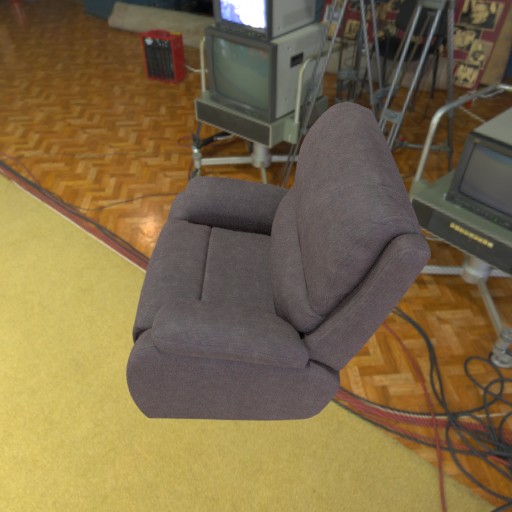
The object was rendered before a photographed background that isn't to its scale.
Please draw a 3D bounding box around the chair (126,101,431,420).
[{"bbox_3d":[0.000,0.000,1.691,0.899,1.011,0.930,1,42,1],"label":"chair"}]
